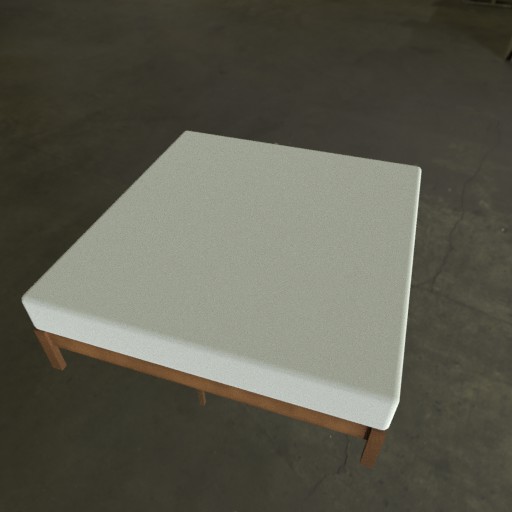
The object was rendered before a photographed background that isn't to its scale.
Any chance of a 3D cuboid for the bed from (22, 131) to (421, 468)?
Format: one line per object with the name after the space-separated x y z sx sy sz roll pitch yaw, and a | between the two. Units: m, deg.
0.000 0.000 2.994 1.930 0.616 2.049 12 43 13 | bed
